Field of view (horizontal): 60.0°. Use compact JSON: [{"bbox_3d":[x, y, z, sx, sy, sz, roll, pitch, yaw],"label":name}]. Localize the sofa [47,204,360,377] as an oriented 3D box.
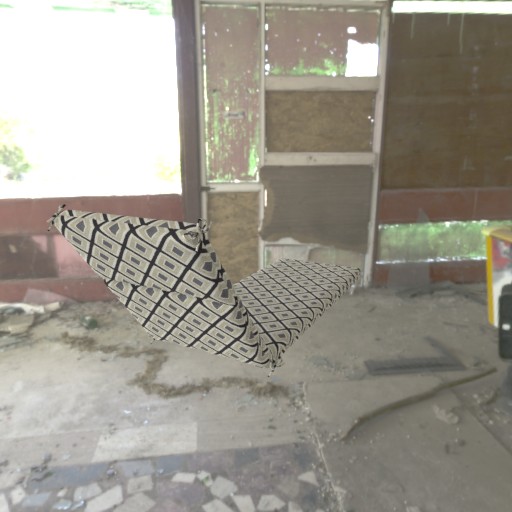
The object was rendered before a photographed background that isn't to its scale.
[{"bbox_3d":[0.000,0.000,1.956,0.582,0.622,1.663,8,17,27],"label":"sofa"}]
